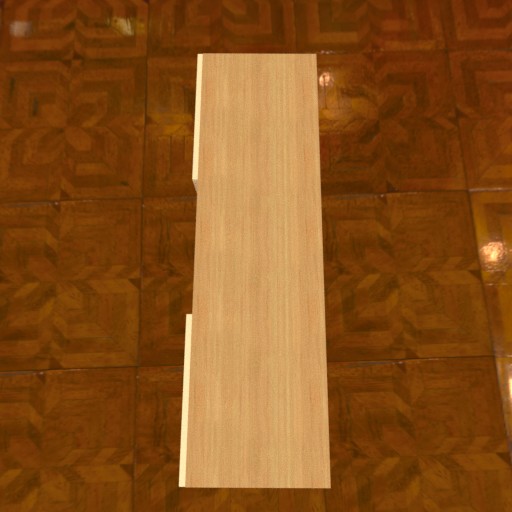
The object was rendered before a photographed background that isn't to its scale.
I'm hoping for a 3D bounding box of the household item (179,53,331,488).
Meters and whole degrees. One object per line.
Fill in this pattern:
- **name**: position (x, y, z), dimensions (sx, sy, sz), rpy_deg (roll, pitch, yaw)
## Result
- **household item**: position (0.000, 0.000, 1.547), dimensions (0.420, 0.310, 1.400), rpy_deg (0, 76, 0)
